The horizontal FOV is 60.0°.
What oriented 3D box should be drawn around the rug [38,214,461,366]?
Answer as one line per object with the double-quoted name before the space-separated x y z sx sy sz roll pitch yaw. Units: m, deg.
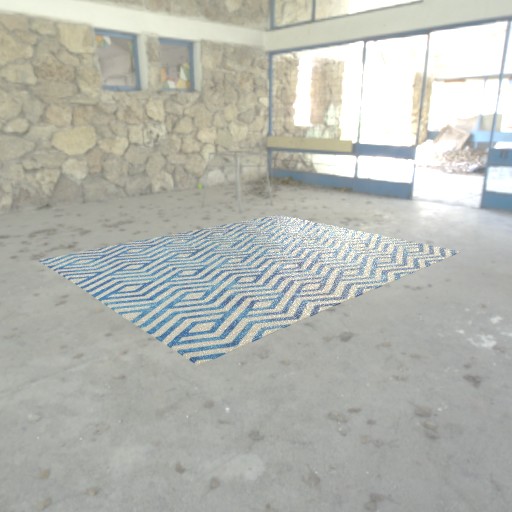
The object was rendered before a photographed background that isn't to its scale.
"rug" 0.000 0.000 4.099 3.059 0.008 2.453 -15 22 -41
